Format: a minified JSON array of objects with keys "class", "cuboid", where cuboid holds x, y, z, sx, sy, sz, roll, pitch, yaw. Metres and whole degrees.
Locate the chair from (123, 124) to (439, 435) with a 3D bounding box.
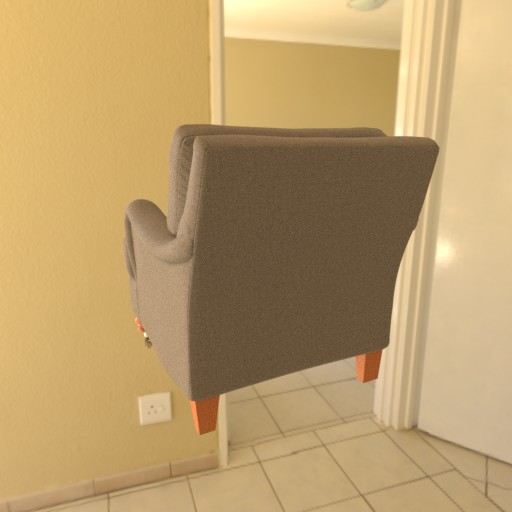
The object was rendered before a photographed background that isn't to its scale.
[{"class":"chair","cuboid":[0.000,0.000,1.871,0.955,1.038,1.070,-7,16,-27]}]
